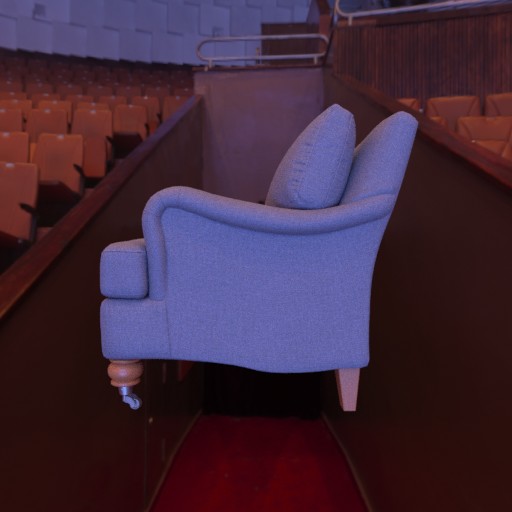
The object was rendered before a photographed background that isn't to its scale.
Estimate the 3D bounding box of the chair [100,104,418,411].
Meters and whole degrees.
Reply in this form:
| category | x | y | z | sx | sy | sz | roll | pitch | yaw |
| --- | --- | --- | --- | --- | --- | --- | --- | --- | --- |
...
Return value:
| category | x | y | z | sx | sy | sz | roll | pitch | yaw |
| --- | --- | --- | --- | --- | --- | --- | --- | --- | --- |
| chair | 0.000 | 0.000 | 1.884 | 1.070 | 1.038 | 0.955 | 0 | 1 | 0 |
